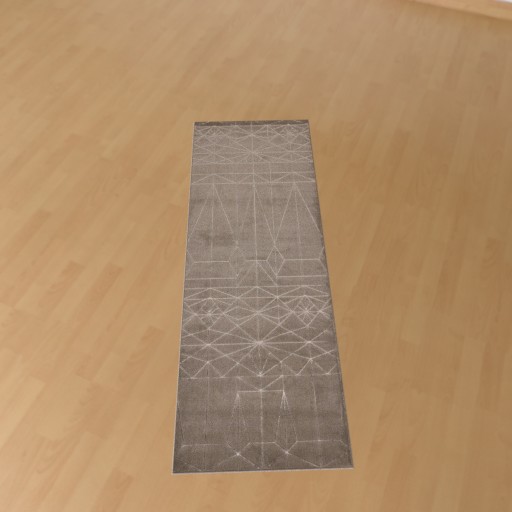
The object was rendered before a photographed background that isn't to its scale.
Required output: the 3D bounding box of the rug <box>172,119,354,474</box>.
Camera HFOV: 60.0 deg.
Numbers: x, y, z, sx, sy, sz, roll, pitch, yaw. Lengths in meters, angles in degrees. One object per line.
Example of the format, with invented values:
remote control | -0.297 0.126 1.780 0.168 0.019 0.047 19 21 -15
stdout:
rug | 0.000 0.000 2.716 0.864 0.012 2.388 -1 59 -1
